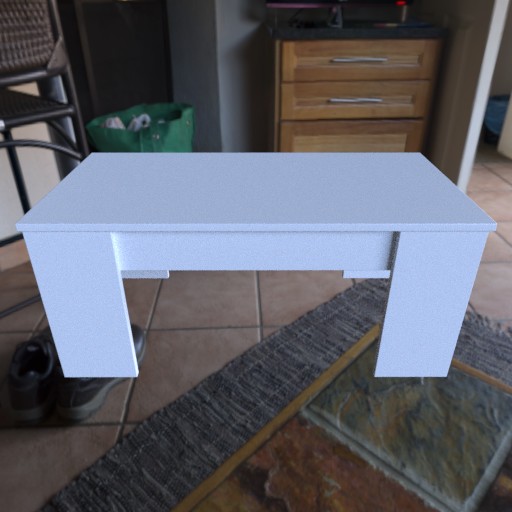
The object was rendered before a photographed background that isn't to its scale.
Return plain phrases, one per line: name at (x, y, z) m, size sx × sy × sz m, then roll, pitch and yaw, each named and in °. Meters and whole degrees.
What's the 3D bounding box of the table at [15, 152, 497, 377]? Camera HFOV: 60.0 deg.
table at (0.000, 0.000, 1.243) m, size 1.000 × 0.440 × 0.500 m, roll 0°, pitch 30°, yaw 0°
